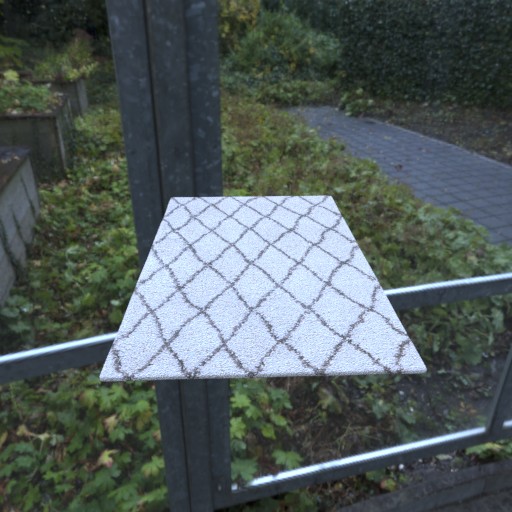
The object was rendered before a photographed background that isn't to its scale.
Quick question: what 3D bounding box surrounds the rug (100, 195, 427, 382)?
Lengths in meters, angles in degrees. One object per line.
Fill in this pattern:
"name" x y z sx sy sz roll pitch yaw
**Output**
"rug" 0.000 0.000 3.131 1.524 0.030 2.438 -1 27 -2
